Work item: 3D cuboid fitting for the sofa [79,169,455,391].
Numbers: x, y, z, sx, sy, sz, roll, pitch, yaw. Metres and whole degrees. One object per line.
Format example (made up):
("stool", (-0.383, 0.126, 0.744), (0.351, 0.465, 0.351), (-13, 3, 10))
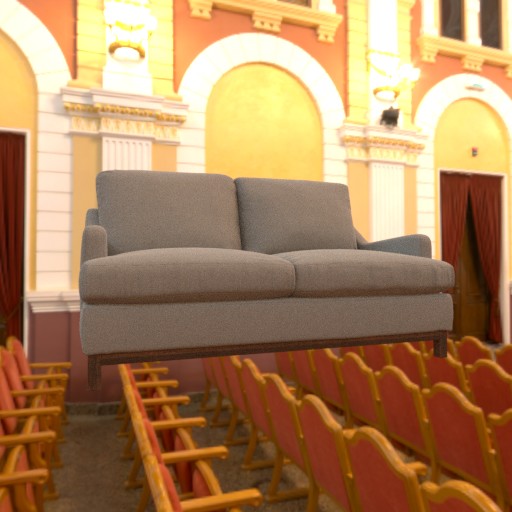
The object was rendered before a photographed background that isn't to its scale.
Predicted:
("sofa", (0.000, 0.000, 2.169), (1.589, 0.921, 0.987), (0, -1, -20))
